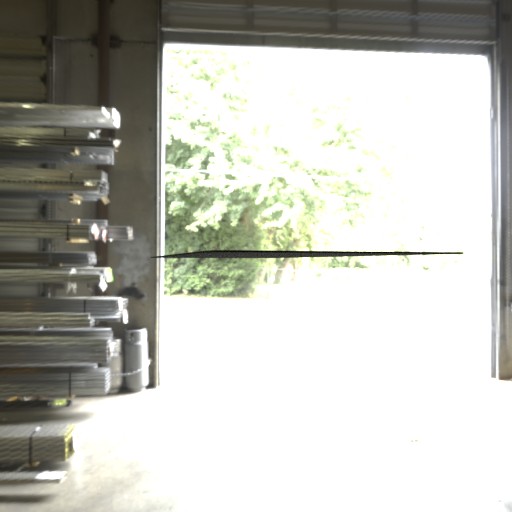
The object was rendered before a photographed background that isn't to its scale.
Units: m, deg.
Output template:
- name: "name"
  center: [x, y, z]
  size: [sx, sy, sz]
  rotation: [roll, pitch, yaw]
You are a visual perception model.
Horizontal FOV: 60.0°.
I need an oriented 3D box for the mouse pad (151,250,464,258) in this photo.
- name: "mouse pad"
  center: [0.000, 0.000, 1.066]
  size: [0.424, 0.003, 0.907]
  rotation: [0, -1, -18]
